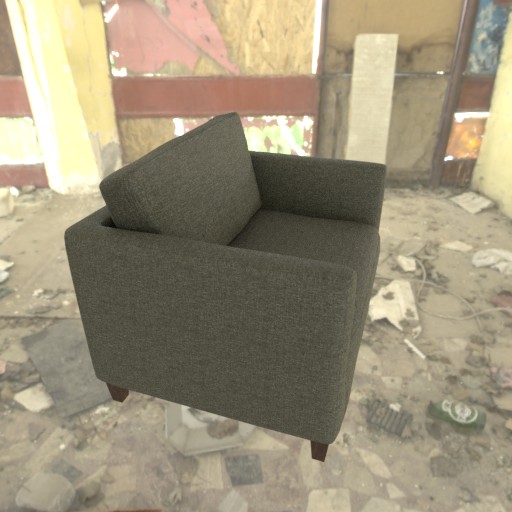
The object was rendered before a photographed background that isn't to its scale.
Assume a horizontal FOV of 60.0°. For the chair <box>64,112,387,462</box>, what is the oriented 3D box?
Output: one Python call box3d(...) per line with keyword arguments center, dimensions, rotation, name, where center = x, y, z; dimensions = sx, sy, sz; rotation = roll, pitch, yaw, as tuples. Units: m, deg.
box3d(center=(0.000, 0.000, 1.830), dimensions=(0.959, 0.963, 1.107), rotation=(10, 30, 17), name="chair")
